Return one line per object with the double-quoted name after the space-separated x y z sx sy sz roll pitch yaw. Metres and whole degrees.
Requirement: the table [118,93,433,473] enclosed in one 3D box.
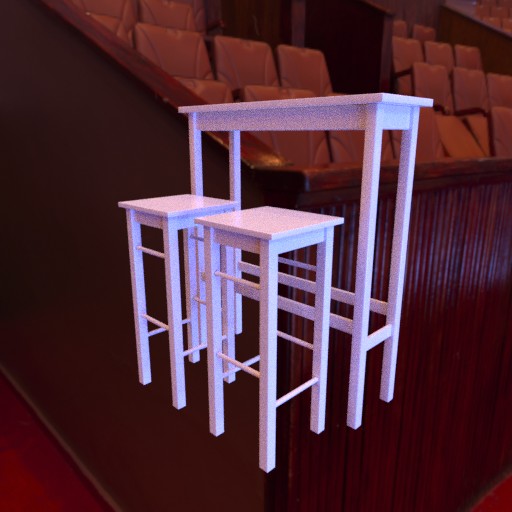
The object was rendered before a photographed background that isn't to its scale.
0.000 0.000 1.612 0.915 1.065 0.650 15 21 43 "table"
